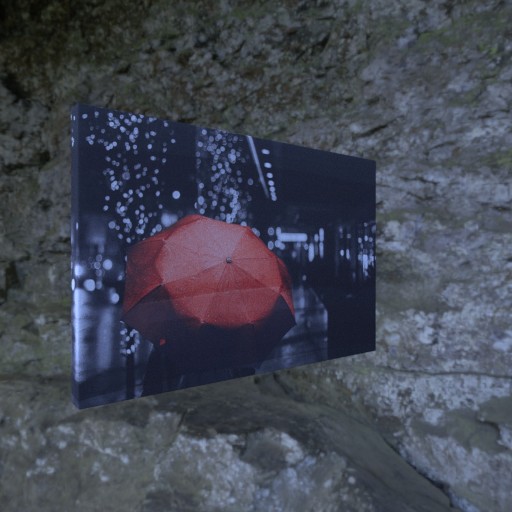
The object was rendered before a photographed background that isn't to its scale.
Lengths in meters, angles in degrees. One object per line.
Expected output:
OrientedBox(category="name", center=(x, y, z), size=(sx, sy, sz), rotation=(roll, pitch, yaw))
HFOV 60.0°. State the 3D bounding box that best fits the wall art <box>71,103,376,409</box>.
OrientedBox(category="wall art", center=(0.000, 0.000, 0.779), size=(0.609, 0.406, 0.037), rotation=(0, 0, -36))
